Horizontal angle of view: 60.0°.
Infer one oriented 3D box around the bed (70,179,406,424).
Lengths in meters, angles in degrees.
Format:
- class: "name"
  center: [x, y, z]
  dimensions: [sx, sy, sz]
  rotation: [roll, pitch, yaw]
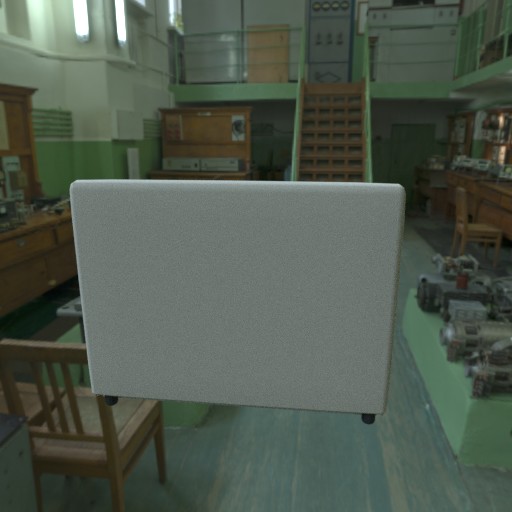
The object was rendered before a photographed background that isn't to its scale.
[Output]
- class: "bed"
  center: [0.000, 0.000, 3.341]
  dimensions: [1.748, 1.330, 2.142]
  rotation: [2, 16, 6]
